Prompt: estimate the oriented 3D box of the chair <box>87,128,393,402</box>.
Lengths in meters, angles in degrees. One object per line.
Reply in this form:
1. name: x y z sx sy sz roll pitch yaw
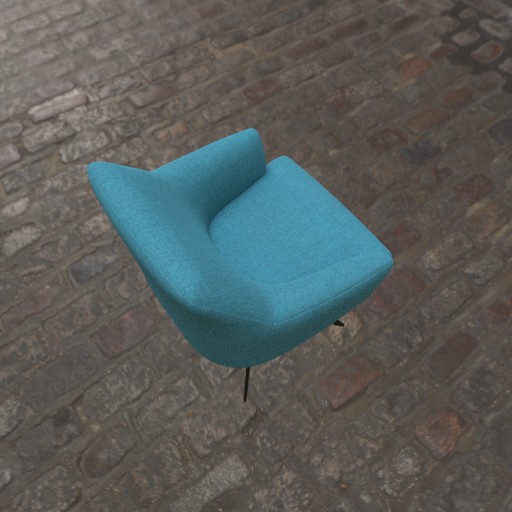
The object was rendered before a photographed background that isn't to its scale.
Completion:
1. chair: 0.000 0.000 1.359 0.677 0.874 0.642 -33 64 -18
